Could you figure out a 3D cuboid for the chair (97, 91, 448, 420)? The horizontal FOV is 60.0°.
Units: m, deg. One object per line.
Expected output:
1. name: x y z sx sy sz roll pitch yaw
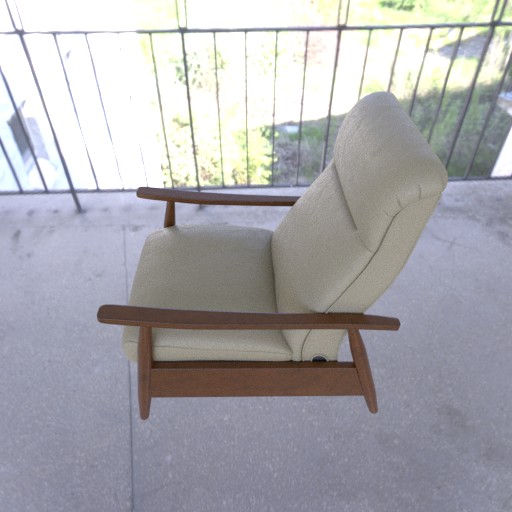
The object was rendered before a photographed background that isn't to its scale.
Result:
1. chair: 0.000 0.000 1.718 1.014 1.082 0.762 -1 41 -1
